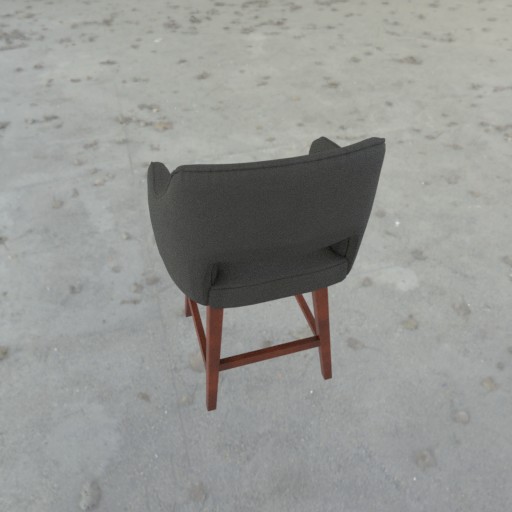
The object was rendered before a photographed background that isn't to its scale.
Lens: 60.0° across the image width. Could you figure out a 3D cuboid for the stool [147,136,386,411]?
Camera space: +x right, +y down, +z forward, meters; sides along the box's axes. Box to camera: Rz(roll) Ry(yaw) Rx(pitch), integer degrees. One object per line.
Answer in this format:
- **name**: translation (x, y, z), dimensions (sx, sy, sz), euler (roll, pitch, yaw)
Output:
- **stool**: translation (0.000, 0.000, 1.290), dimensions (0.548, 0.912, 0.558), euler (-11, 43, -12)
